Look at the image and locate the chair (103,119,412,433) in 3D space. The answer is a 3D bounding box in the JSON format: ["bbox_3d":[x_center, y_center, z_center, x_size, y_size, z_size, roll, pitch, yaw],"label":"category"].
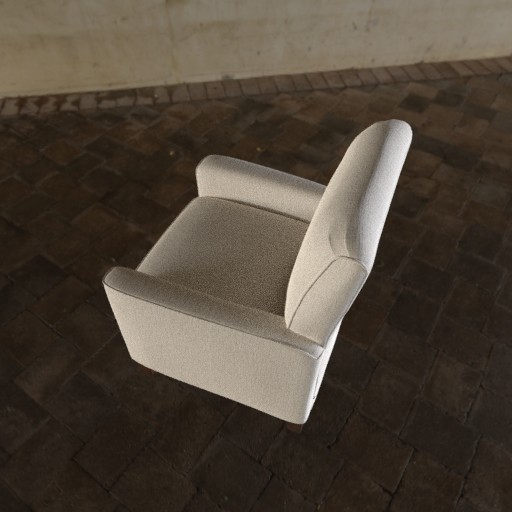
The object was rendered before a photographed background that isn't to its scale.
[{"bbox_3d":[0.000,0.000,1.689,0.858,1.028,0.841,16,49,15],"label":"chair"}]
